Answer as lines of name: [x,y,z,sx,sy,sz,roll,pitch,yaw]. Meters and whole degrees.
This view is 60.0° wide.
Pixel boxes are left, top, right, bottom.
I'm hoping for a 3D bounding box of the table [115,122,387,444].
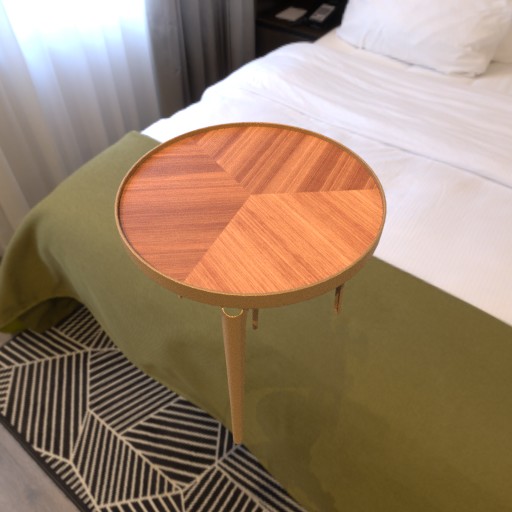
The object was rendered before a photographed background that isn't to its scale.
table: [0.000,0.000,1.143,0.532,0.555,0.751,5,47,5]
